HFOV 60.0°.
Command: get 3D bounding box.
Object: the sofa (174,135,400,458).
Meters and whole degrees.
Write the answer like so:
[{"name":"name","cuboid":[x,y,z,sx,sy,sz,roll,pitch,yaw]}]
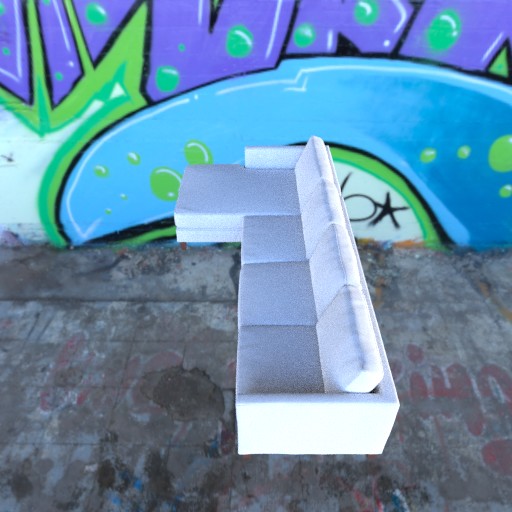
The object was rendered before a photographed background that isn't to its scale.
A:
[{"name":"sofa","cuboid":[0.000,0.000,3.842,1.625,0.861,3.186,0,40,0]}]
